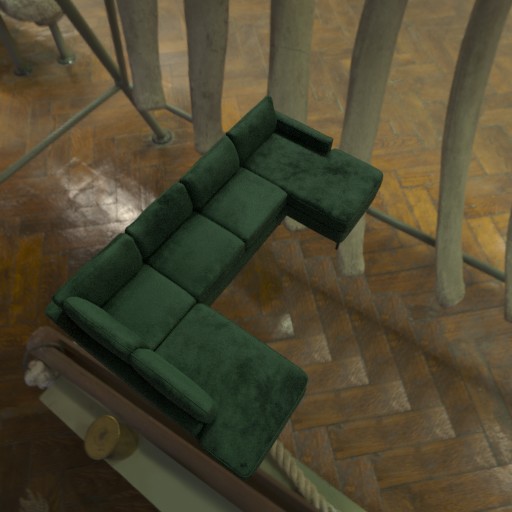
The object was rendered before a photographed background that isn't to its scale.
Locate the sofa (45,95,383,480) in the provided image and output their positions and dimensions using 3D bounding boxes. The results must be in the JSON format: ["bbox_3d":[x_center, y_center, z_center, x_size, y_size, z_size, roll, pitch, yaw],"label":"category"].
[{"bbox_3d":[0.000,0.000,3.912,1.992,0.861,2.994,31,64,17],"label":"sofa"}]
